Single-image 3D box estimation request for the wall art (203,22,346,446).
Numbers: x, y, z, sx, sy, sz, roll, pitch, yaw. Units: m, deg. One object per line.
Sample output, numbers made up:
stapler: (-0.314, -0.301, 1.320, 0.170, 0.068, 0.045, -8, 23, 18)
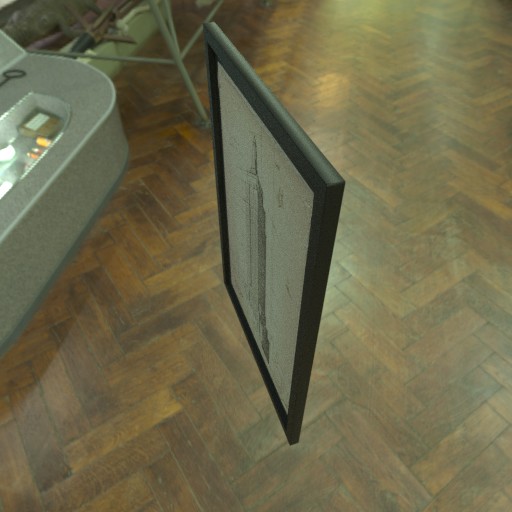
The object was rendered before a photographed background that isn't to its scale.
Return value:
wall art: (0.000, 0.000, 0.536, 0.013, 0.431, 0.303, -15, 48, -14)
